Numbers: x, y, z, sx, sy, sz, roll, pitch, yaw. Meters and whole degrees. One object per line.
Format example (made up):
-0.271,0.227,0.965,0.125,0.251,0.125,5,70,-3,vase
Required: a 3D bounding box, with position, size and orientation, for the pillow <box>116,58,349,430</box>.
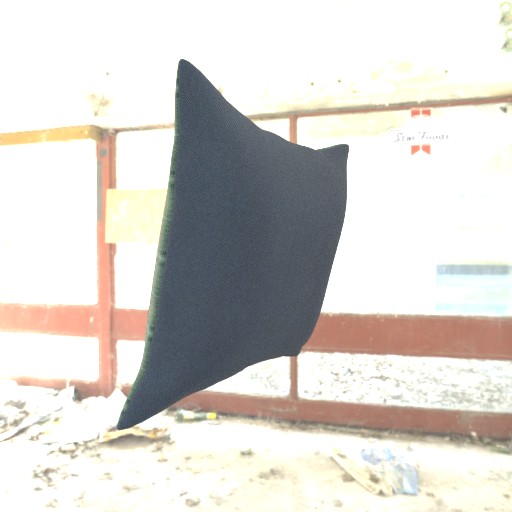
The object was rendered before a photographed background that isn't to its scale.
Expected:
0.000,0.000,0.697,0.200,0.430,0.453,0,0,35,pillow
